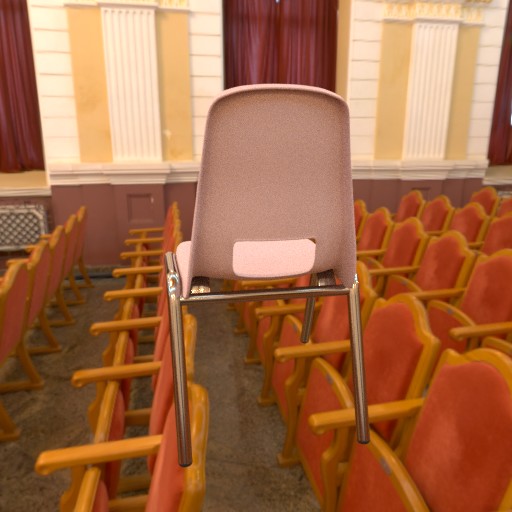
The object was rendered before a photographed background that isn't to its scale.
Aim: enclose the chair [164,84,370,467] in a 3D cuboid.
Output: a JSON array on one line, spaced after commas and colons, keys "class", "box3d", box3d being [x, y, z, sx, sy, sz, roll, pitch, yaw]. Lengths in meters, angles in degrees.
[{"class": "chair", "box3d": [0.000, 0.000, 0.863, 0.354, 0.586, 0.423, -3, 15, -10]}]
